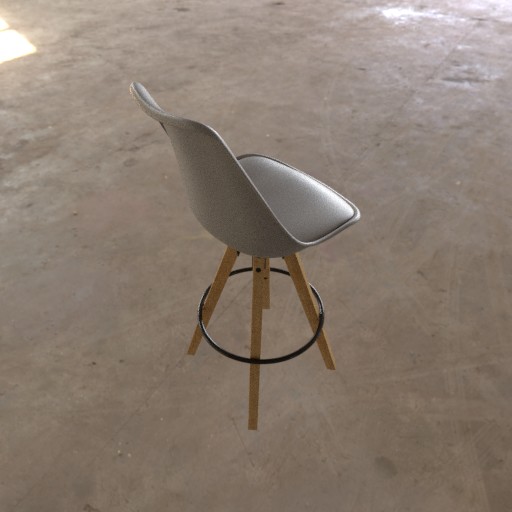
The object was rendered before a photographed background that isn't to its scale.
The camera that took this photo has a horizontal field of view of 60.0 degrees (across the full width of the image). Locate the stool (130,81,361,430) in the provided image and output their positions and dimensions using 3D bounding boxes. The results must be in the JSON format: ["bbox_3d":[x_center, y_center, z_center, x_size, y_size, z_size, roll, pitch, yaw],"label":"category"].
[{"bbox_3d":[0.000,0.000,1.381,0.550,1.115,0.485,-28,49,-28],"label":"stool"}]
